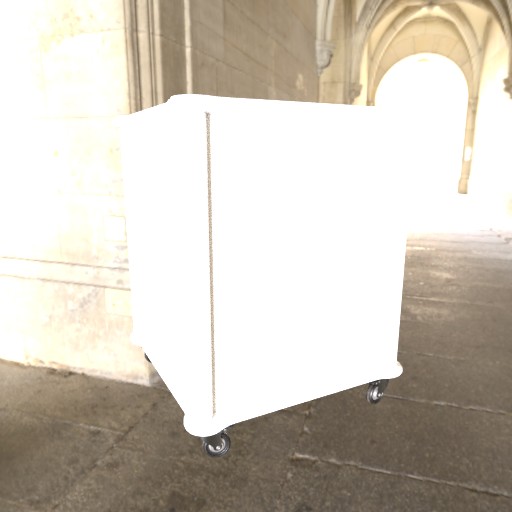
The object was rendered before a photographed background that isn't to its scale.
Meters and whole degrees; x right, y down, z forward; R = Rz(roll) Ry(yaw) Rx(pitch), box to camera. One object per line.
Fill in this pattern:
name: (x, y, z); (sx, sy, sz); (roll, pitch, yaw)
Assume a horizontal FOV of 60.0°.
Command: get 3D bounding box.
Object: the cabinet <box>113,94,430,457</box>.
cabinet: (0.000, 0.000, 1.239); (0.627, 0.761, 0.628); (-7, 15, -27)
